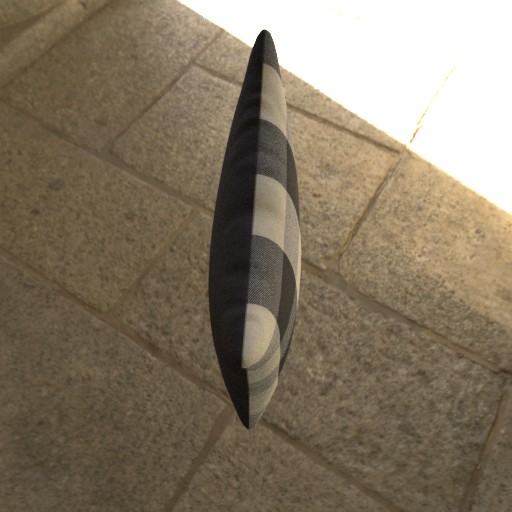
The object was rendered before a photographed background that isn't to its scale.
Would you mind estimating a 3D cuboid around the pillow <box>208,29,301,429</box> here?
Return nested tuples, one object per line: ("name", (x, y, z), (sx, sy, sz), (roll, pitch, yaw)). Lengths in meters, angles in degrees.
("pillow", (0.000, 0.000, 0.771), (0.161, 0.509, 0.511), (3, 62, 1))
